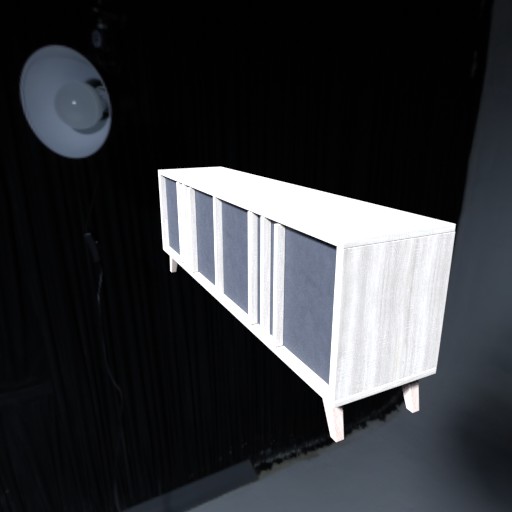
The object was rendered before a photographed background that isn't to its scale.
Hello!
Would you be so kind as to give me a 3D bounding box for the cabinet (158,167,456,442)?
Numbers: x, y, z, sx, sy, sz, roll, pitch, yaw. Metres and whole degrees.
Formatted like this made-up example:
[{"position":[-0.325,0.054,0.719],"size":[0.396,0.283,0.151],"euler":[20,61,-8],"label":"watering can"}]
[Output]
[{"position":[0.000,0.000,2.526],"size":[0.499,0.779,2.198],"euler":[-8,19,-25],"label":"cabinet"}]
